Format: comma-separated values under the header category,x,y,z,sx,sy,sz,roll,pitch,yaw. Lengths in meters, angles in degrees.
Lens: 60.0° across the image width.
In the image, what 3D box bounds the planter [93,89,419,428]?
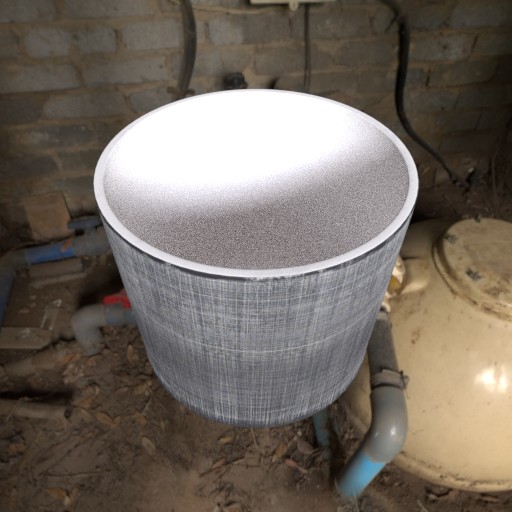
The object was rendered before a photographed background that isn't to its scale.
category,x,y,z,sx,sy,sz,roll,pitch,yaw
planter,0.000,0.000,0.435,0.254,0.221,0.254,0,46,0
